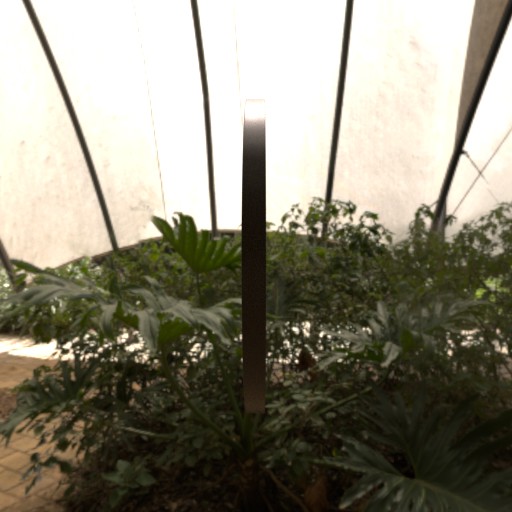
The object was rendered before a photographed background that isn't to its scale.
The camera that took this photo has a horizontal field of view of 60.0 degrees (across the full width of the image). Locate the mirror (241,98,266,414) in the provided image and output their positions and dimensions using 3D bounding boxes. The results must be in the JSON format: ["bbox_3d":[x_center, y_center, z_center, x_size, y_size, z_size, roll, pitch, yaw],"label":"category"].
[{"bbox_3d":[0.000,0.000,0.844,0.032,0.565,0.565,0,0,1],"label":"mirror"}]
